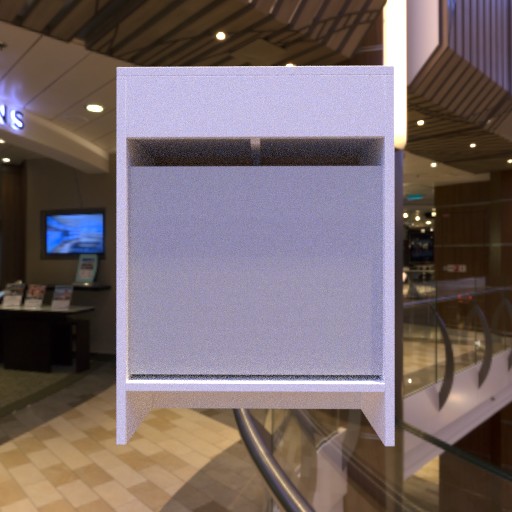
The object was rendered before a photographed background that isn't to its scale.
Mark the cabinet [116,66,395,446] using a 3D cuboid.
[{"bbox_3d":[0.000,0.000,1.100,0.600,0.815,0.296,0,0,1],"label":"cabinet"}]
